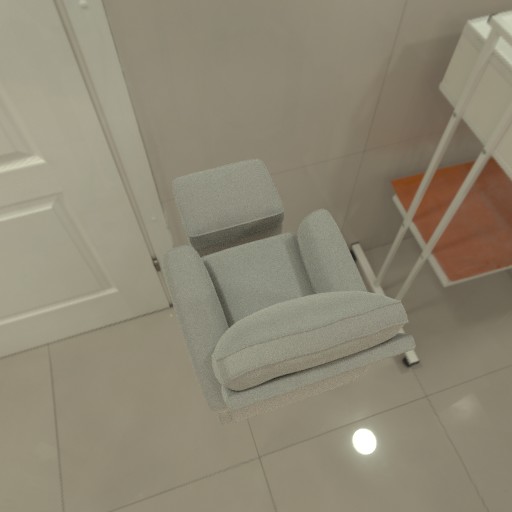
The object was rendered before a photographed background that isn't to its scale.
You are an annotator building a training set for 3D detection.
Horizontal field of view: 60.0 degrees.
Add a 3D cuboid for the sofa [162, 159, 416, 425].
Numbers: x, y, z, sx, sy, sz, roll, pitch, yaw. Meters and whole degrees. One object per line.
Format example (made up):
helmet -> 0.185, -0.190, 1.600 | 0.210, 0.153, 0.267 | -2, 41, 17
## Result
sofa -> 0.000, 0.000, 2.132 | 0.880, 0.959, 1.478 | -16, 59, -10
